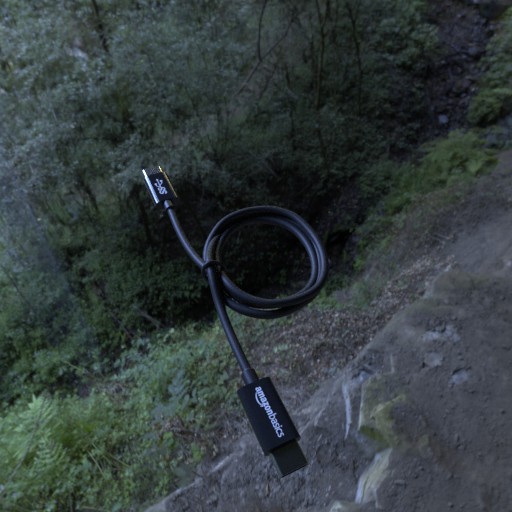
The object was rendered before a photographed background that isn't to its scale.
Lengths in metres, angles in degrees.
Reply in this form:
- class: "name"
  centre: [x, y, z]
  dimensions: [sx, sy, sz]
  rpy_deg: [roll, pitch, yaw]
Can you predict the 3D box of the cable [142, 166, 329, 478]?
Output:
- class: "cable"
  centre: [0.000, 0.000, 0.213]
  dimensions: [0.070, 0.014, 0.186]
  rpy_deg: [-18, 50, -16]
